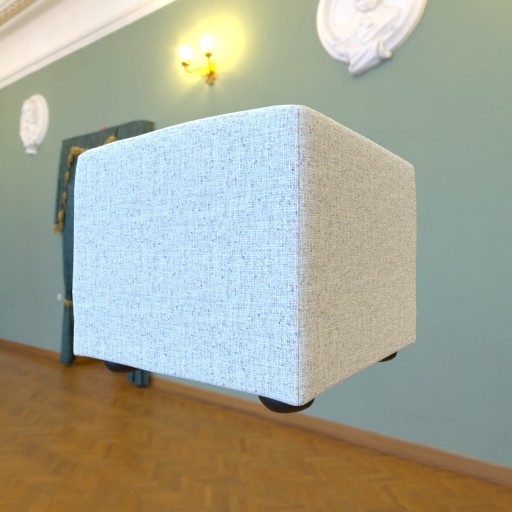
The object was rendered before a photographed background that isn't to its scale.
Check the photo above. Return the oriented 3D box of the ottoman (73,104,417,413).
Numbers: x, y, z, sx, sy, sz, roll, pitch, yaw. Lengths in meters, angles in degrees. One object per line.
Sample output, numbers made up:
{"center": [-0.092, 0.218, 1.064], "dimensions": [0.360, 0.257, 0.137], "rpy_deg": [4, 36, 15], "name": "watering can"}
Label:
{"center": [0.000, 0.000, 0.908], "dimensions": [0.512, 0.453, 0.521], "rpy_deg": [0, 0, 36], "name": "ottoman"}
